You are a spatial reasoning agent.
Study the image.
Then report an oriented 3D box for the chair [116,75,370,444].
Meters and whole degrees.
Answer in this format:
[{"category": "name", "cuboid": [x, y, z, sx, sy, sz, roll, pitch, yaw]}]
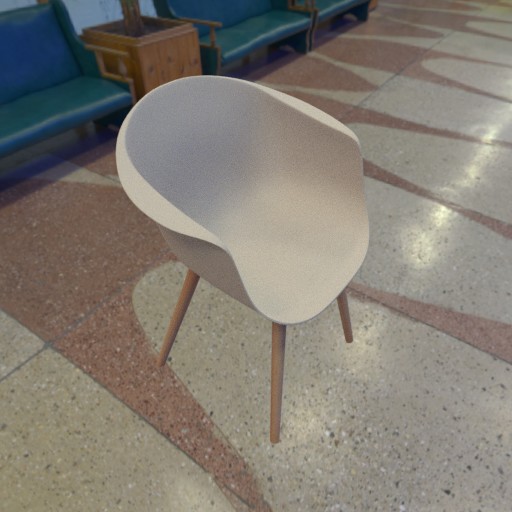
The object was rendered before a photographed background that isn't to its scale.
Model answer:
[{"category": "chair", "cuboid": [0.000, 0.000, 1.147, 0.504, 0.781, 0.593, 26, 47, 27]}]
